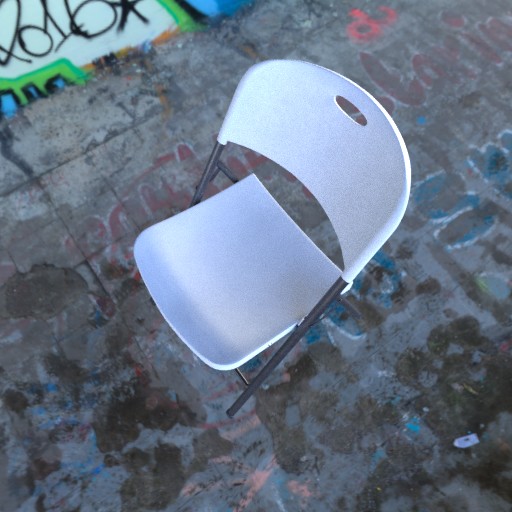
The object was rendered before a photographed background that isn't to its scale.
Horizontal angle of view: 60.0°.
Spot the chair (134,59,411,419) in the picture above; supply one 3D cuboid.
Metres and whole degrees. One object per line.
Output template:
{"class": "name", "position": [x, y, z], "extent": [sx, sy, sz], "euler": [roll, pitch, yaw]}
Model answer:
{"class": "chair", "position": [0.000, 0.000, 1.170], "extent": [0.566, 0.810, 0.494], "euler": [-34, 68, -15]}
